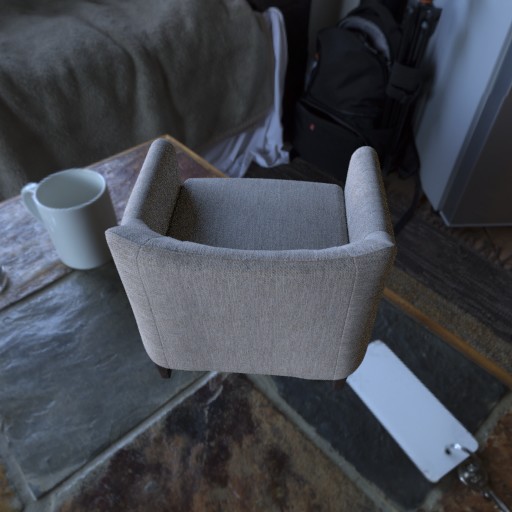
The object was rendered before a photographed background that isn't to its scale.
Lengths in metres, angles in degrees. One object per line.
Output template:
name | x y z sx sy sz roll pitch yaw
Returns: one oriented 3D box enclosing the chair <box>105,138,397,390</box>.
chair | 0.000 0.000 1.426 0.796 0.761 0.758 3 47 3
